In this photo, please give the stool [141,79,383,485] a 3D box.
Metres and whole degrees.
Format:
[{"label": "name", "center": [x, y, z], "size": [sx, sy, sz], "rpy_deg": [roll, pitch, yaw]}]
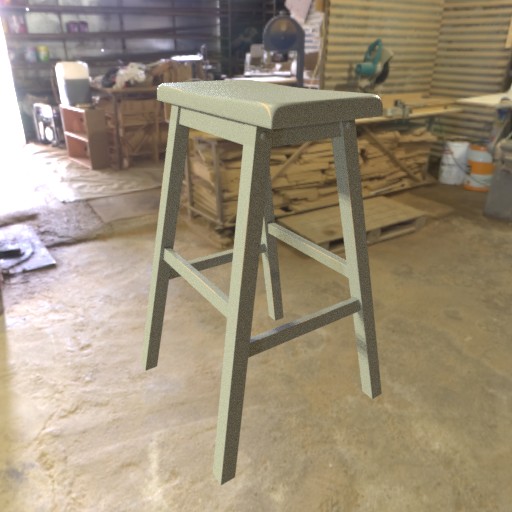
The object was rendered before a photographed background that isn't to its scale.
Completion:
[{"label": "stool", "center": [0.000, 0.000, 1.038], "size": [0.476, 0.737, 0.457], "rpy_deg": [-16, 30, -30]}]
